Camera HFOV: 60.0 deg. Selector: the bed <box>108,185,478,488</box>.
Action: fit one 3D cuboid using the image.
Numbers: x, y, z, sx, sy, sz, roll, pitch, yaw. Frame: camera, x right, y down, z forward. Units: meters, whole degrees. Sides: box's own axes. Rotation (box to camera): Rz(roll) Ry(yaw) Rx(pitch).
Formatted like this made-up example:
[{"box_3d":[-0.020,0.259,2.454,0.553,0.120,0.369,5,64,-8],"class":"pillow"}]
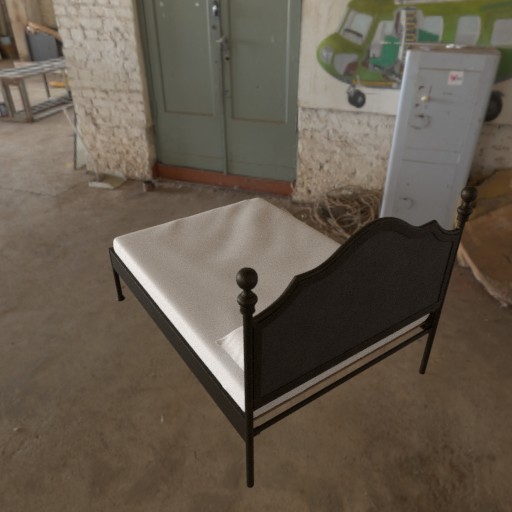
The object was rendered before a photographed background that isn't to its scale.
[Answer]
[{"box_3d":[0.000,0.000,3.319,1.642,1.499,2.224,-20,36,-29],"class":"bed"}]
